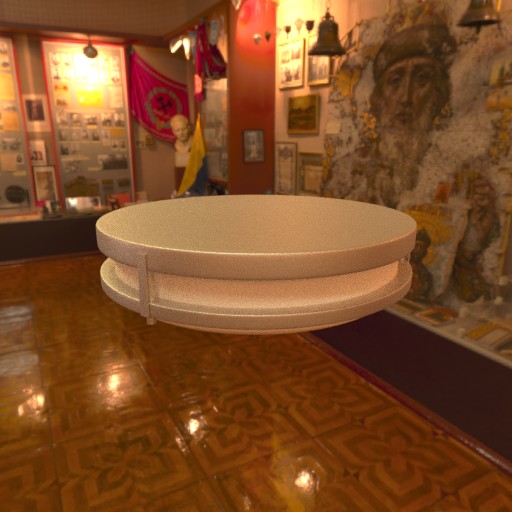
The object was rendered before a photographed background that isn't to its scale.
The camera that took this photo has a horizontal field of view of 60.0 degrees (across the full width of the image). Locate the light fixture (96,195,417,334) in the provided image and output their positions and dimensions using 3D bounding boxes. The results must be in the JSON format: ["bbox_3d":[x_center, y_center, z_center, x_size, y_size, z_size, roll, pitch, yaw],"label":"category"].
[{"bbox_3d":[0.000,0.000,0.531,0.356,0.102,0.356,0,15,0],"label":"light fixture"}]
